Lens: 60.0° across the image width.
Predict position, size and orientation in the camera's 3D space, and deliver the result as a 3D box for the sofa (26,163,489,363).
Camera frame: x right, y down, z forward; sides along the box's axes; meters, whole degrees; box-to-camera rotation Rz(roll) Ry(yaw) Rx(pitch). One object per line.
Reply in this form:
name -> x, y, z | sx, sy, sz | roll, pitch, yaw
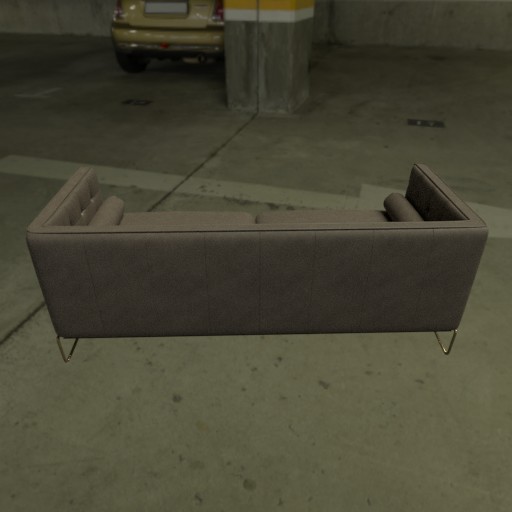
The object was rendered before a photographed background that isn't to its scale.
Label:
sofa -> 0.000, 0.000, 2.488 | 2.087, 0.789, 0.867 | -1, 32, -1
